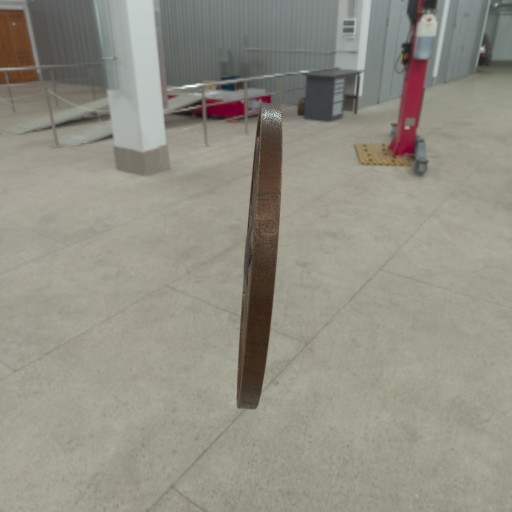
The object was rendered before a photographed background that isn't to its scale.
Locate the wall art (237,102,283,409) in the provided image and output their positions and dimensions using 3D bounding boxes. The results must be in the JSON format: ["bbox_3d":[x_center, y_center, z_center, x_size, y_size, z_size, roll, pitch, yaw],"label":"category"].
[{"bbox_3d":[0.000,0.000,0.891,0.084,0.583,0.582,0,27,0],"label":"wall art"}]
